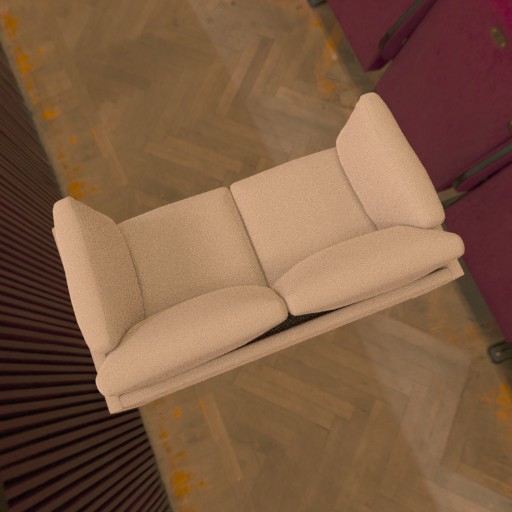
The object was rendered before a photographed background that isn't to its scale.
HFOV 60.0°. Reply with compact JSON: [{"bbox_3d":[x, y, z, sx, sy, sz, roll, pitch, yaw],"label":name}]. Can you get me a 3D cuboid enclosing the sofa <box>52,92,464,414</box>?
[{"bbox_3d":[0.000,0.000,2.302,1.776,0.836,0.970,-20,76,-5],"label":"sofa"}]
